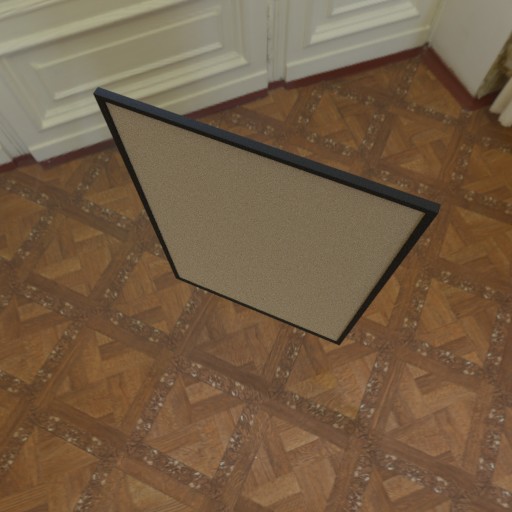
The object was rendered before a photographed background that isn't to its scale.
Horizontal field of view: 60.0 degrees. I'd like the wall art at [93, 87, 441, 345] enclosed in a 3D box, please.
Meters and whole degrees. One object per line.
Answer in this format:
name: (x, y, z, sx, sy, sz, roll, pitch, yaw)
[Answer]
wall art: (0.000, 0.000, 0.847, 0.460, 0.660, 0.013, 21, 67, 9)
